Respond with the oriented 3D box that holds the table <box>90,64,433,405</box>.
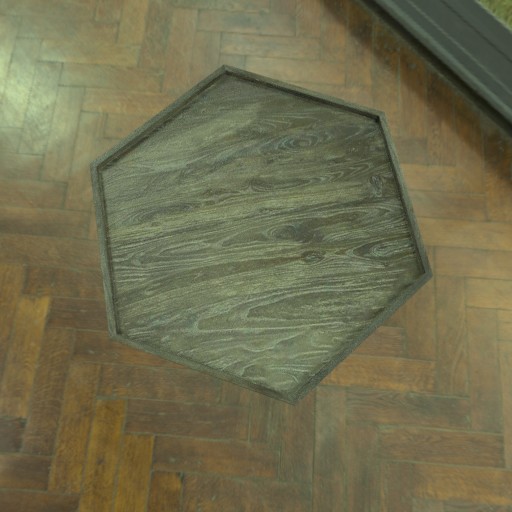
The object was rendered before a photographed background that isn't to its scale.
[{"bbox_3d":[0.000,0.000,1.118,0.683,0.586,0.592,18,77,5],"label":"table"}]
